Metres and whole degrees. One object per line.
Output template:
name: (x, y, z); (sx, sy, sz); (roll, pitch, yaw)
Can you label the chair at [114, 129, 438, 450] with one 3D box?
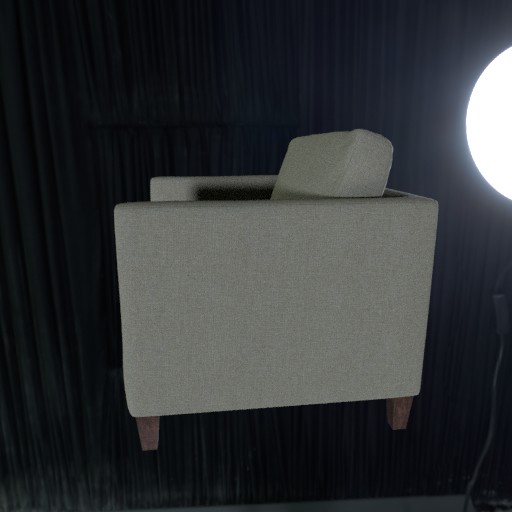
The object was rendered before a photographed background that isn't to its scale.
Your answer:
chair: (0.000, 0.000, 1.792); (0.959, 0.963, 1.107); (-2, 14, -7)
